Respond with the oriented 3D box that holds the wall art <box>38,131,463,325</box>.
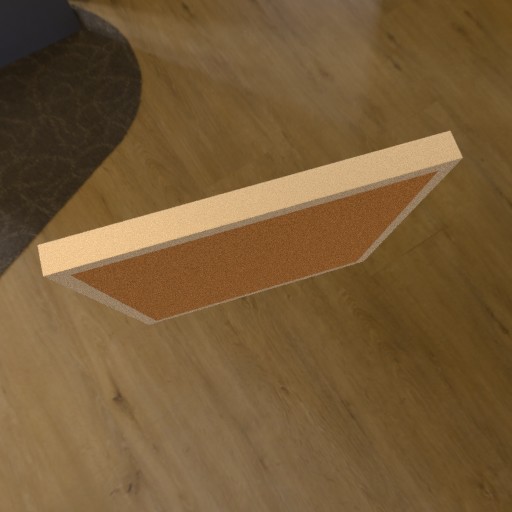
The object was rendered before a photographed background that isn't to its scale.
[{"bbox_3d":[0.000,0.000,0.764,0.507,0.508,0.038,-16,76,-4],"label":"wall art"}]
